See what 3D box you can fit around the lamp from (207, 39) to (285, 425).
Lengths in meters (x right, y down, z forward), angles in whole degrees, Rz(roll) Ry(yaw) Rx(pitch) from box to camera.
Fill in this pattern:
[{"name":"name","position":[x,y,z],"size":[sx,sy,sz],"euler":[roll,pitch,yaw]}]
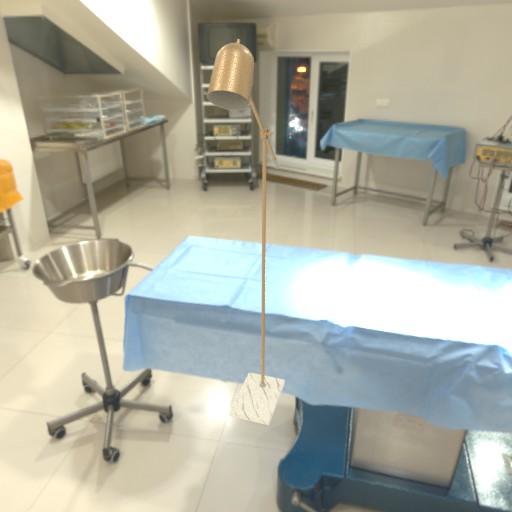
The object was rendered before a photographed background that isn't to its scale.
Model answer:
[{"name":"lamp","position":[0.000,0.000,1.820],"size":[0.194,1.594,0.653],"euler":[8,26,16]}]
